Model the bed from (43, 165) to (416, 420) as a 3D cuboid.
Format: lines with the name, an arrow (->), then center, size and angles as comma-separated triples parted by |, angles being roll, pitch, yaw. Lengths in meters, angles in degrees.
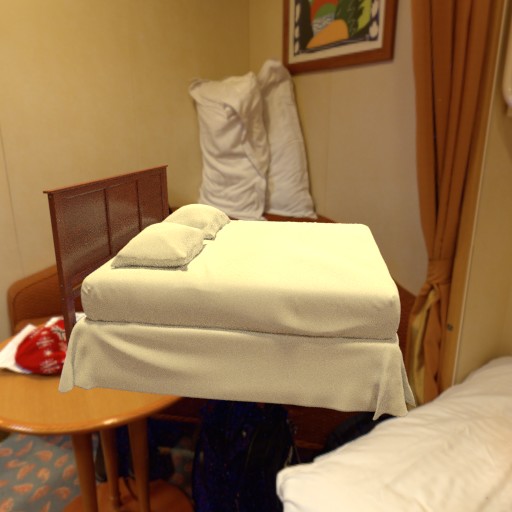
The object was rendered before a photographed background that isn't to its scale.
bed -> 0.000, 0.000, 3.569 | 2.219, 1.271, 2.314 | 2, 16, 8
